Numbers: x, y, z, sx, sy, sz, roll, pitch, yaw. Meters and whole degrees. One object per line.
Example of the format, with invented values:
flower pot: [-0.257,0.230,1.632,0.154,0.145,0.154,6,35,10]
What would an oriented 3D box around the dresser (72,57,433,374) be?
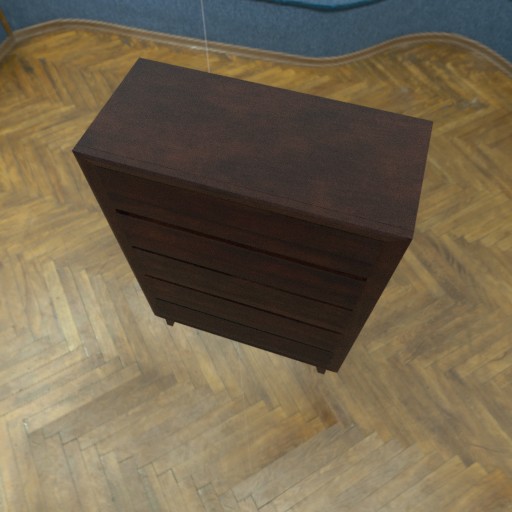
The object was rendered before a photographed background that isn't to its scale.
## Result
dresser: [0.000,0.000,2.084,1.072,1.514,0.506,16,61,9]
